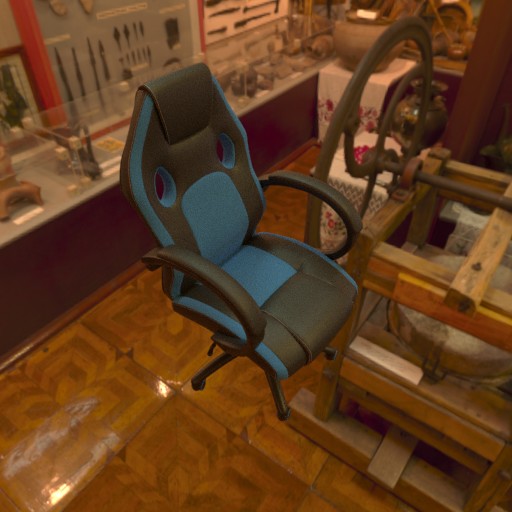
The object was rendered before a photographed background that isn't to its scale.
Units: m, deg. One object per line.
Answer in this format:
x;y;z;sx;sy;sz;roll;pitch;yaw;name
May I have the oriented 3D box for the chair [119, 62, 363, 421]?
0.000;0.000;1.619;0.724;1.187;0.673;27;48;28;chair
